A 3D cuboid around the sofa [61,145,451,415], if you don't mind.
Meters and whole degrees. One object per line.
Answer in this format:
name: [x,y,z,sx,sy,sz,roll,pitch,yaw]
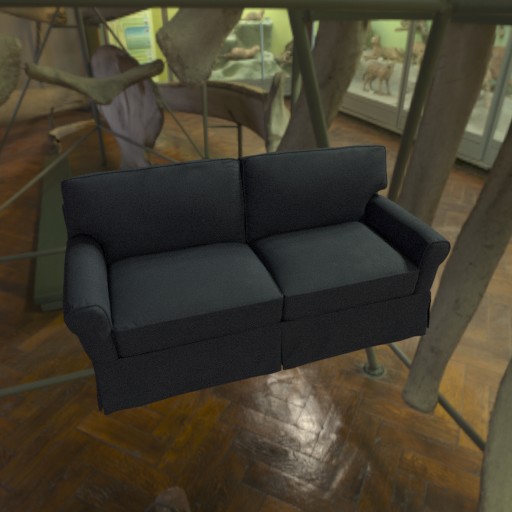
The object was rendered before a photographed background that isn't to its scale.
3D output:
sofa: [0.000,0.000,2.806,2.256,1.094,0.983,-10,32,-16]
